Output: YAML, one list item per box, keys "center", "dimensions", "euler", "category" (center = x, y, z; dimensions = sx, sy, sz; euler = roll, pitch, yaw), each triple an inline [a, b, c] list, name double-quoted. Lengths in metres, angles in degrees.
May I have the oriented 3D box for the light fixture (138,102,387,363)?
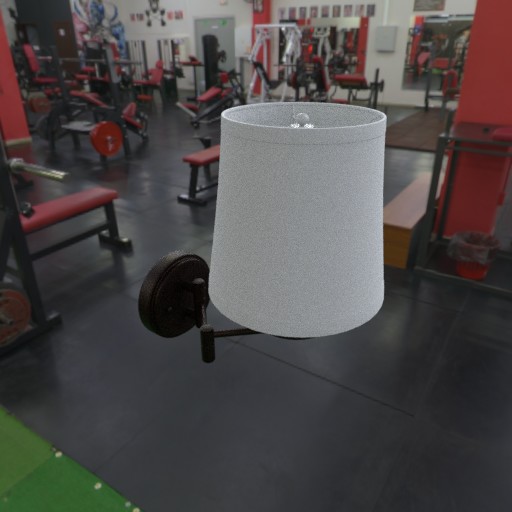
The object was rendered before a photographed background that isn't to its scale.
- center: [0.000, 0.000, 0.269]
  dimensions: [0.157, 0.172, 0.100]
  euler: [18, 32, 32]
  category: "light fixture"
